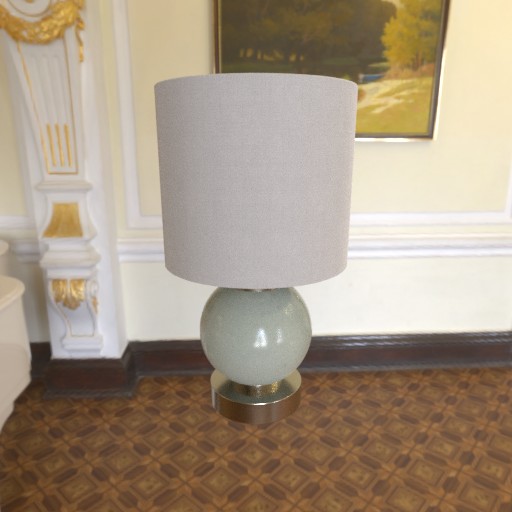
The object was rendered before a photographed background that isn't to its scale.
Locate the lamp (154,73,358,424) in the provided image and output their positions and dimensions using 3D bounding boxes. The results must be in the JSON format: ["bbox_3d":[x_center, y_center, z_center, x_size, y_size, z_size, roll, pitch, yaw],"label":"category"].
[{"bbox_3d":[0.000,0.000,0.492,0.201,0.353,0.201,2,15,9],"label":"lamp"}]
